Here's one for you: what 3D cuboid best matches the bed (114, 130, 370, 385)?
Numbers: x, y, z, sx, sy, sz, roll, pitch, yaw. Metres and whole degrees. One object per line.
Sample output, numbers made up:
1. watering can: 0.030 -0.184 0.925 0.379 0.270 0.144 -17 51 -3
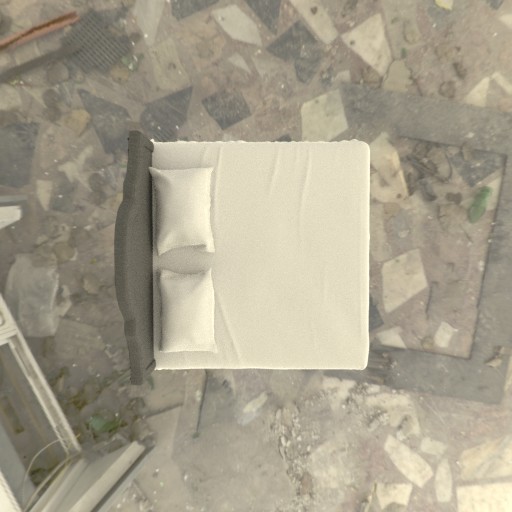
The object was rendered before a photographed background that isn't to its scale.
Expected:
1. bed: 0.000 0.000 3.831 2.222 1.631 2.303 0 92 0
